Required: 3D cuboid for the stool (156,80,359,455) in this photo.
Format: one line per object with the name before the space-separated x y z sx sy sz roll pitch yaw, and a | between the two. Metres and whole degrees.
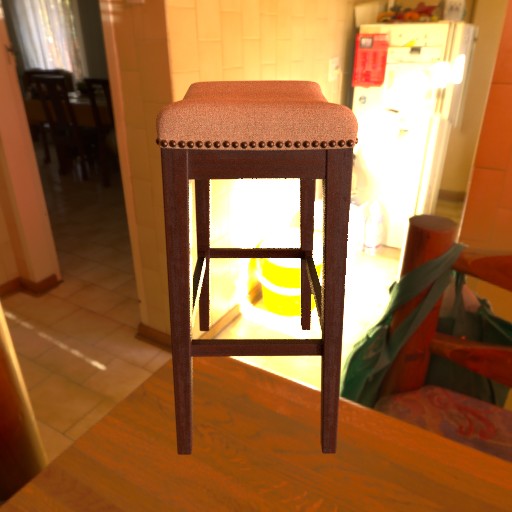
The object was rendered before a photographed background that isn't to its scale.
stool | 0.000 0.000 1.075 0.363 0.768 0.509 0 26 0
